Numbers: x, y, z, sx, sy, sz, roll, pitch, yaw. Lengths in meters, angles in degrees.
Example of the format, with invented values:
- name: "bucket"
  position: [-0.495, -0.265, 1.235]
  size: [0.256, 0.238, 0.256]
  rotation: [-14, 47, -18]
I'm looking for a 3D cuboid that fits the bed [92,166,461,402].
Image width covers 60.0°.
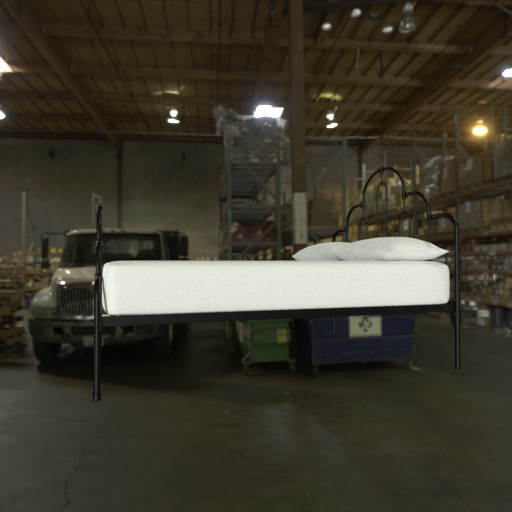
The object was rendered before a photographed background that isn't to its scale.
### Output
- name: "bed"
  position: [0.000, 0.000, 3.209]
  size: [2.181, 1.444, 1.626]
  rotation: [0, -1, -19]
